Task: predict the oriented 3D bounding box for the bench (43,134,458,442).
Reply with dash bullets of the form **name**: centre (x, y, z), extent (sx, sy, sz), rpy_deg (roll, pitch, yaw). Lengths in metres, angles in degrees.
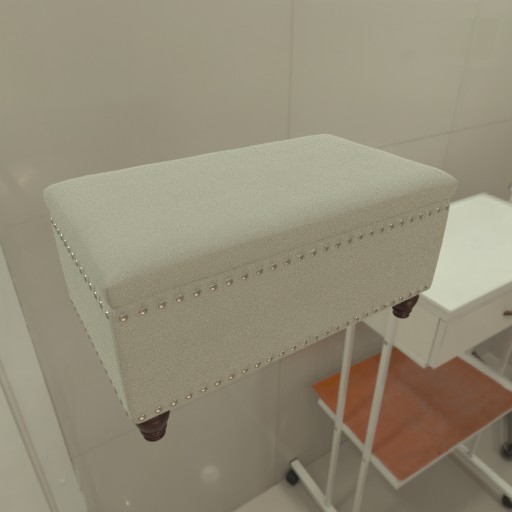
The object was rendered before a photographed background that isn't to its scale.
- **bench**: centre (0.000, 0.000, 1.168), extent (0.887, 0.449, 0.500), rpy_deg (-18, 34, -28)
